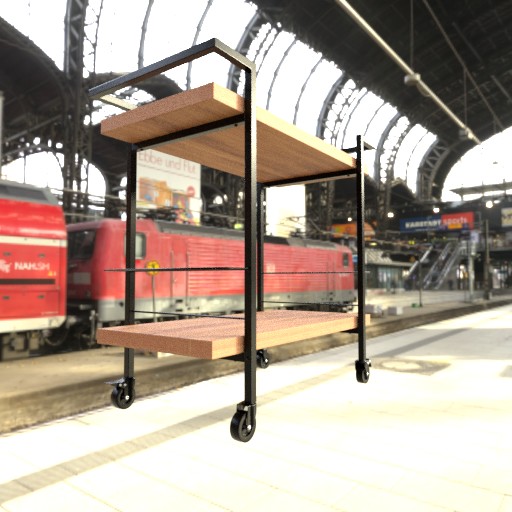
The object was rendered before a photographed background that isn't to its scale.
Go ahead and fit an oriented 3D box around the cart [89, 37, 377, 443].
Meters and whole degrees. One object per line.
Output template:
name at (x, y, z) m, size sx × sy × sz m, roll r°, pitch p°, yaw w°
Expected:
cart at (0.000, 0.000, 1.238) m, size 0.406 × 0.762 × 0.806 m, roll -2°, pitch -4°, yaw 36°
